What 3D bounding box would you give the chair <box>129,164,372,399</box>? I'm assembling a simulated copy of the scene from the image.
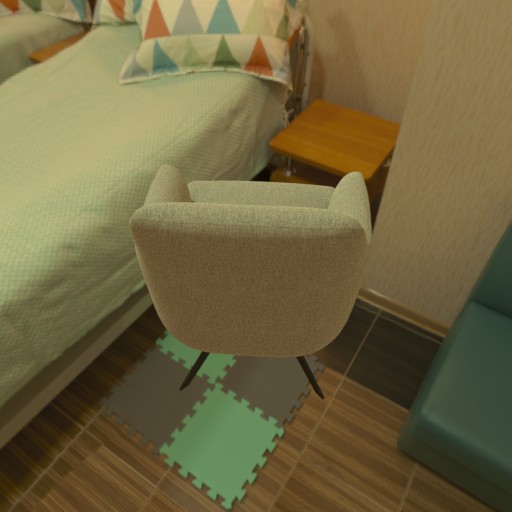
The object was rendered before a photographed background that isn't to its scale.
[{"bbox_3d":[0.000,0.000,1.346,0.642,0.874,0.677,3,47,3],"label":"chair"}]
